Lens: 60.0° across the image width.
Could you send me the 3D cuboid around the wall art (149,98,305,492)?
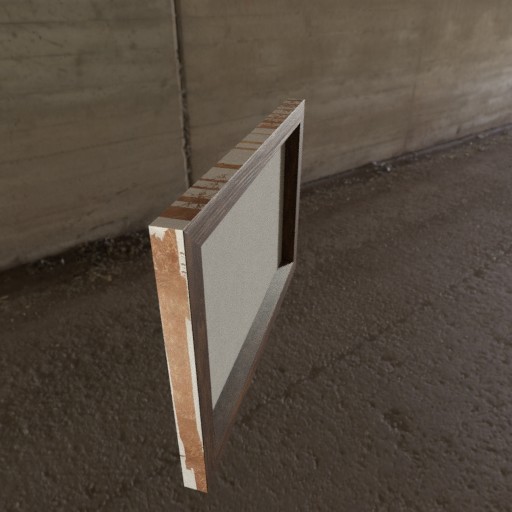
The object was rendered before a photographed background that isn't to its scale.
[{"bbox_3d":[0.000,0.000,0.762,0.035,0.405,0.609,8,32,14],"label":"wall art"}]
